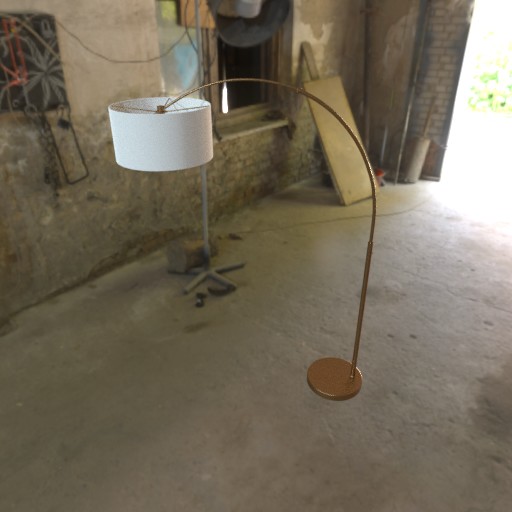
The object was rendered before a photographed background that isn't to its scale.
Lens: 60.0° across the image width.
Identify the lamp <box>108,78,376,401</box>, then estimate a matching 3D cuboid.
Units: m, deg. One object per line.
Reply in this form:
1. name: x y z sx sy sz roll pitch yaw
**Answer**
1. lamp: 0.000 0.000 2.575 1.434 1.927 0.493 0 28 0
